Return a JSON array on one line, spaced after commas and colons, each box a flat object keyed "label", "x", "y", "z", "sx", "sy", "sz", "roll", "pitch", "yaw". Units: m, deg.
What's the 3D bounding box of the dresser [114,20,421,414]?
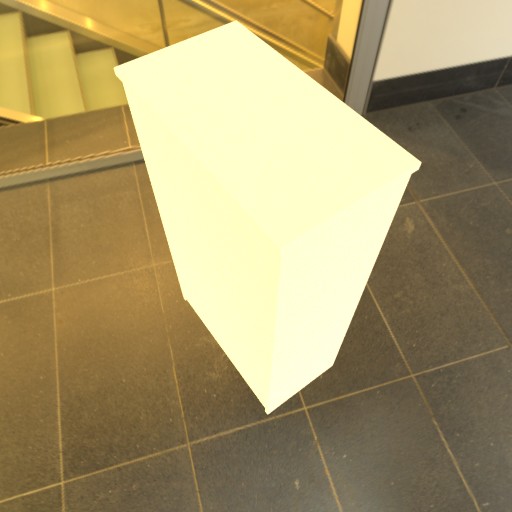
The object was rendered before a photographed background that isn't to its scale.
[{"label": "dresser", "x": 0.000, "y": 0.000, "z": 1.575, "sx": 0.399, "sy": 1.255, "sz": 0.704, "roll": -31, "pitch": 62, "yaw": -19}]
